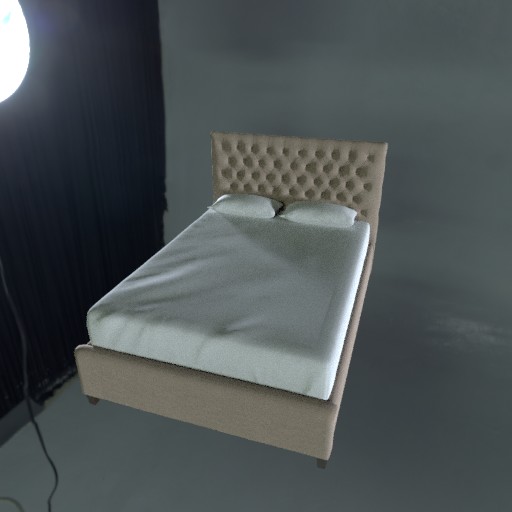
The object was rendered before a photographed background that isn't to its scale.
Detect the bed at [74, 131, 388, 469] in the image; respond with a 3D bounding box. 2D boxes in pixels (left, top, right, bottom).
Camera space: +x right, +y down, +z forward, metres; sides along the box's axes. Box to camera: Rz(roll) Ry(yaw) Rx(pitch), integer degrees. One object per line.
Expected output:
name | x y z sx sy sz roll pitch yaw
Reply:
bed | 0.000 0.000 3.479 1.698 1.427 2.387 8 27 17
